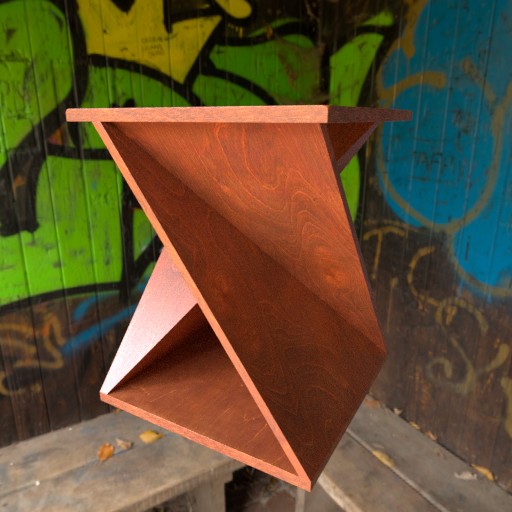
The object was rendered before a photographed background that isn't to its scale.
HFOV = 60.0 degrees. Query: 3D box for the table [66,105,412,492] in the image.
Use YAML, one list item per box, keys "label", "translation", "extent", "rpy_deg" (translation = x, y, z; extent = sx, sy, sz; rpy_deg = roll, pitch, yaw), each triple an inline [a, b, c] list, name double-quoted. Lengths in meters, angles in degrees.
- label: "table"
  translation: [0.000, 0.000, 0.829]
  extent: [0.427, 0.520, 0.427]
  rpy_deg: [10, 20, 29]
